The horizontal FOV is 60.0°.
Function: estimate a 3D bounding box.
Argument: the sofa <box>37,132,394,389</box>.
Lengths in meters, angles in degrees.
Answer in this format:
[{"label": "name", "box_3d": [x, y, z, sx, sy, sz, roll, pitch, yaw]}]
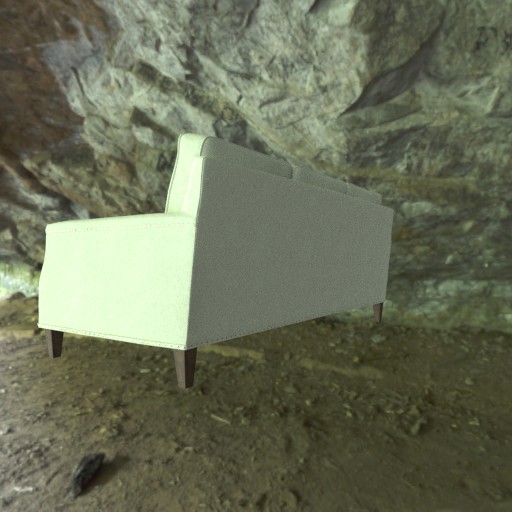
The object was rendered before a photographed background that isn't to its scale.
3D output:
[{"label": "sofa", "box_3d": [0.000, 0.000, 2.781, 1.084, 1.003, 2.246, 0, 0, 35]}]
